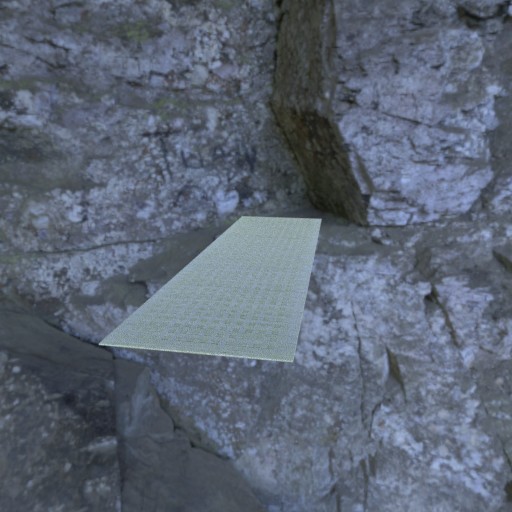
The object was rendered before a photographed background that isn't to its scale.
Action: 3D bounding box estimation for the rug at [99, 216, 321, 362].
[{"bbox_3d":[0.000,0.000,2.657,0.686,0.006,2.437,3,16,10],"label":"rug"}]
